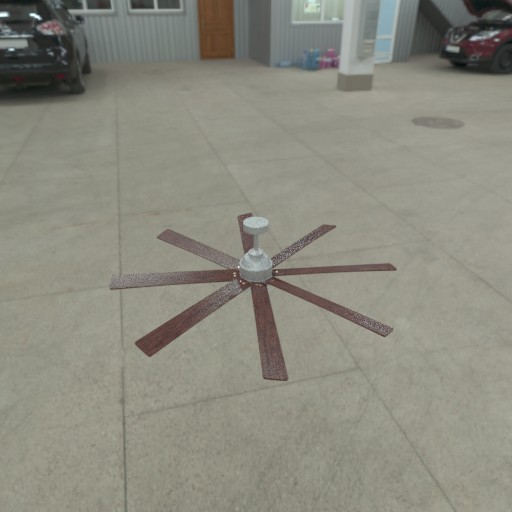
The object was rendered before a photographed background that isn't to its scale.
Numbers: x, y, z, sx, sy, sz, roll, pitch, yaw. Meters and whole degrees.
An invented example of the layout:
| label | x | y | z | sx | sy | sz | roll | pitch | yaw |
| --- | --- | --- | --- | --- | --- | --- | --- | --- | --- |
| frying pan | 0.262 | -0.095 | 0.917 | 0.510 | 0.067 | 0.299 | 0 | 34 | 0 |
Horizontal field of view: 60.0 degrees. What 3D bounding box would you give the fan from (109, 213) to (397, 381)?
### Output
| label | x | y | z | sx | sy | sz | roll | pitch | yaw |
| --- | --- | --- | --- | --- | --- | --- | --- | --- | --- |
| fan | 0.000 | 0.000 | 2.782 | 1.830 | 0.472 | 1.830 | 22 | 37 | 33 |
